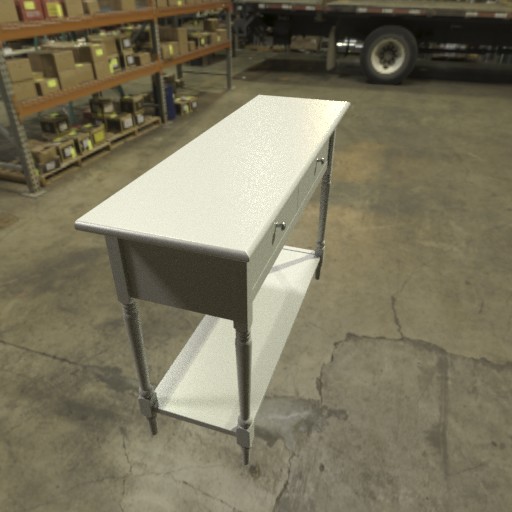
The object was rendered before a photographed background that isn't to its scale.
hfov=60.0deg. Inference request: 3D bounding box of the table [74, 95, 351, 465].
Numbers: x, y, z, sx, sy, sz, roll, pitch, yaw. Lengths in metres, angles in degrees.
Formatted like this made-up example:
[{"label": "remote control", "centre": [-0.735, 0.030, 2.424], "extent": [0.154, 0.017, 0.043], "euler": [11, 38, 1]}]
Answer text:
[{"label": "table", "centre": [0.000, 0.000, 1.549], "extent": [0.384, 0.808, 1.197], "euler": [10, 34, 16]}]
